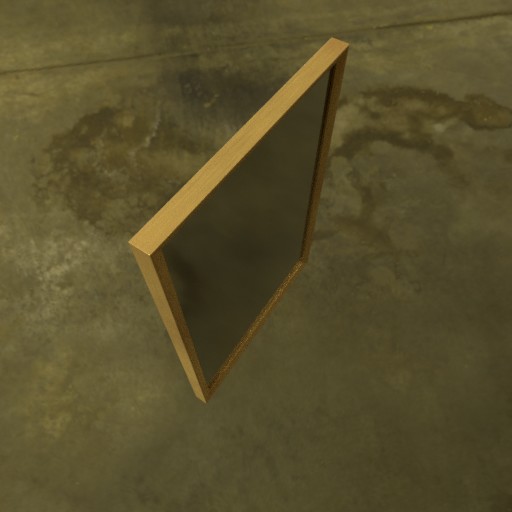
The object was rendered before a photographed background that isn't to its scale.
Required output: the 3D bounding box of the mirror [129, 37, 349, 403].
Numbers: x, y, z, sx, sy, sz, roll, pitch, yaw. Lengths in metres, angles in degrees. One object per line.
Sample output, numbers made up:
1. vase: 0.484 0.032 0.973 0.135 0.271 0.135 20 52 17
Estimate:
1. mirror: 0.000 0.000 0.942 0.039 0.710 0.507 30 63 17
